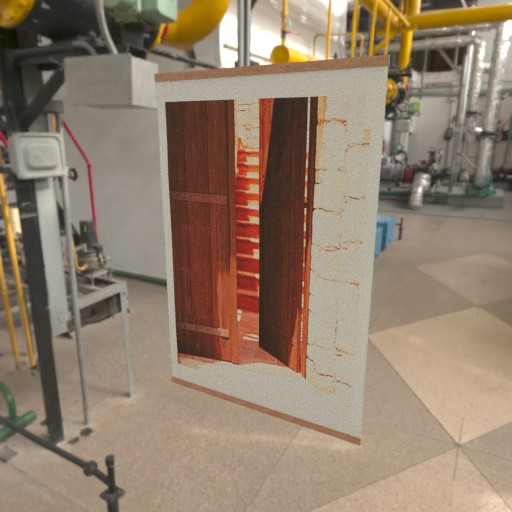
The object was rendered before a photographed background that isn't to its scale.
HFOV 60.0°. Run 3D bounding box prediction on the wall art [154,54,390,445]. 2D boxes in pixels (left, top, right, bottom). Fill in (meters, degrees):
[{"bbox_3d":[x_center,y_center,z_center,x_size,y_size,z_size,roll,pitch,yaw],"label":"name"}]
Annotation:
[{"bbox_3d":[0.000,0.000,1.914,1.019,1.527,0.019,9,18,28],"label":"wall art"}]
